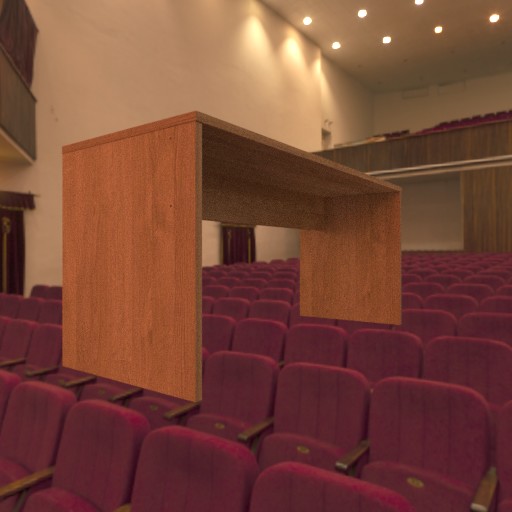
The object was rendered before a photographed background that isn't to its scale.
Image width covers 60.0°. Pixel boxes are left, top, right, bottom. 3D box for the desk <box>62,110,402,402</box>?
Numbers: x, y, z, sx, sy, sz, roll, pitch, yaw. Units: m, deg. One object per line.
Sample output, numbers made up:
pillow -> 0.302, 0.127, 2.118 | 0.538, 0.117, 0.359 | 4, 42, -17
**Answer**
desk -> 0.000, 0.000, 2.021 | 0.802, 0.752, 1.600 | 0, 0, 37
